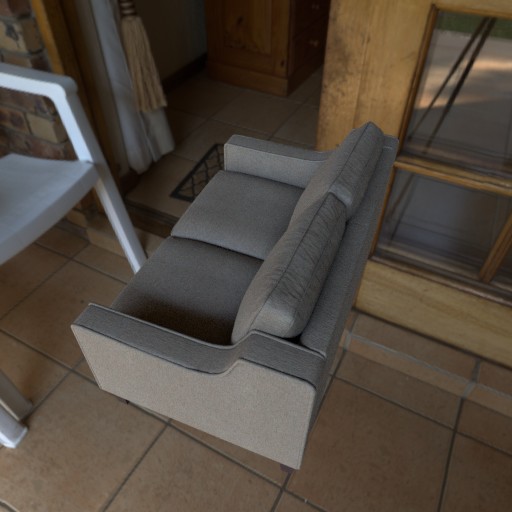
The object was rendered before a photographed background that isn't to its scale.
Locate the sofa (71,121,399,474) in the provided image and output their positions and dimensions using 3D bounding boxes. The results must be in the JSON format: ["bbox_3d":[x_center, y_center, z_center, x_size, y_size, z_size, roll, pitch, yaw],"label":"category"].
[{"bbox_3d":[0.000,0.000,2.141,0.985,0.981,1.503,16,47,15],"label":"sofa"}]
